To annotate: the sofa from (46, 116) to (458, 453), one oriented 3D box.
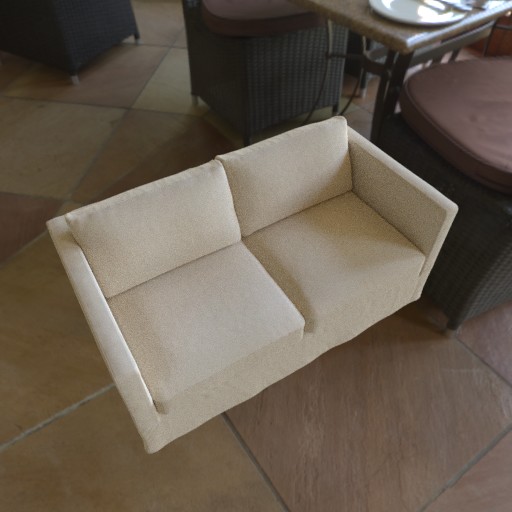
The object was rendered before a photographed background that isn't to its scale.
[{"bbox_3d":[0.000,0.000,2.288,1.746,0.834,0.962,-25,52,-20],"label":"sofa"}]
